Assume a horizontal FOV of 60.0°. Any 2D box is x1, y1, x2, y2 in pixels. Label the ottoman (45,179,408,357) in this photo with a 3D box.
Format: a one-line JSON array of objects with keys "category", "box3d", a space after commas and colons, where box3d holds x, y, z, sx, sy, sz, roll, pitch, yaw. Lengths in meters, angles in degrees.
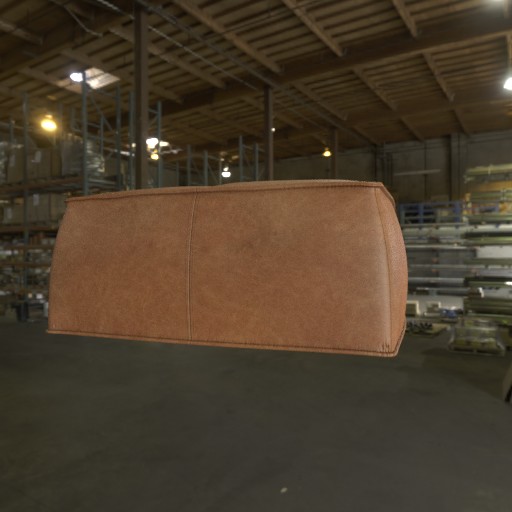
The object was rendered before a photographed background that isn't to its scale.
[{"category": "ottoman", "box3d": [0.000, 0.000, 1.393, 0.902, 0.395, 0.901, 0, 0, 19]}]
